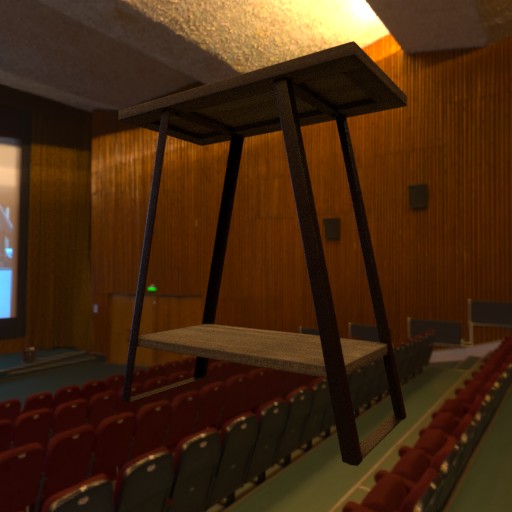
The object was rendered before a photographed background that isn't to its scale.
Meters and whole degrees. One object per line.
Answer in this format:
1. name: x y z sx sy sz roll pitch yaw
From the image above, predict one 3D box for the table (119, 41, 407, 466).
1. table: 0.000 0.000 1.016 0.599 0.701 0.300 0 -1 35
